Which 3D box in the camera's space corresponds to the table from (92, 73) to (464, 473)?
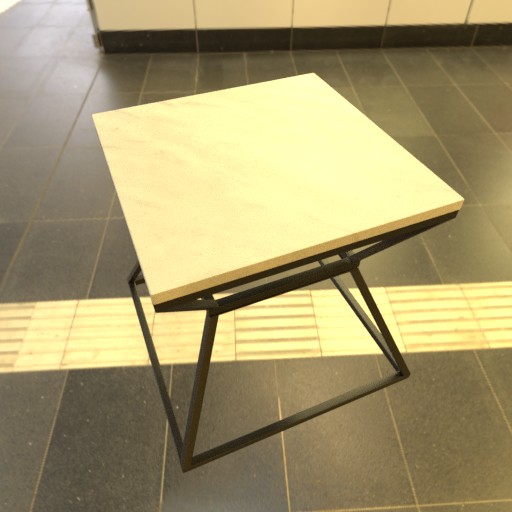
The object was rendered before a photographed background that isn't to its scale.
[{"bbox_3d":[0.000,0.000,0.792,0.455,0.431,0.455,-17,48,-16],"label":"table"}]
